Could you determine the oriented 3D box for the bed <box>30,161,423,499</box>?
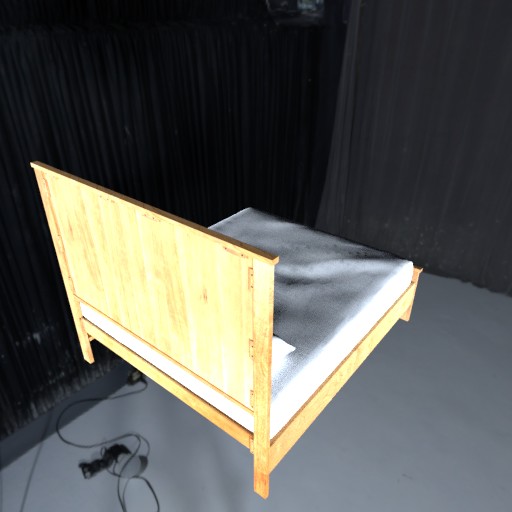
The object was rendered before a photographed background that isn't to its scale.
[{"bbox_3d":[0.000,0.000,3.483,1.936,1.686,2.201,22,37,33],"label":"bed"}]
